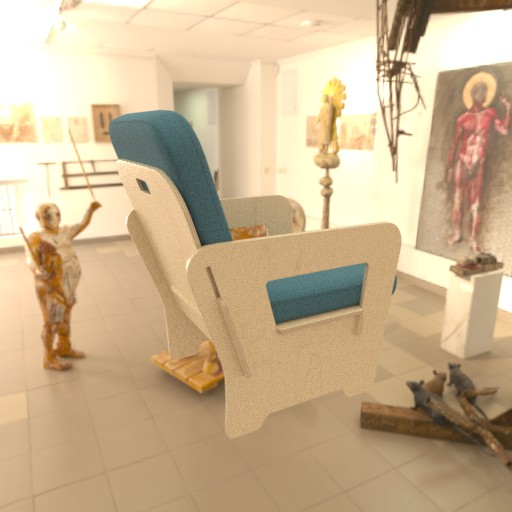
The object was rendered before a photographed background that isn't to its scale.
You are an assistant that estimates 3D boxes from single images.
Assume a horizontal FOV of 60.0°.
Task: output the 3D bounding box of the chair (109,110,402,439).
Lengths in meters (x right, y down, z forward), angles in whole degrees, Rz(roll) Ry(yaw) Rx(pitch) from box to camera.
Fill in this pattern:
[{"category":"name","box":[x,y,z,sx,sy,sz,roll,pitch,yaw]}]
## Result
[{"category":"chair","box":[0.000,0.000,1.219,0.657,0.747,0.547,-9,18,-27]}]
